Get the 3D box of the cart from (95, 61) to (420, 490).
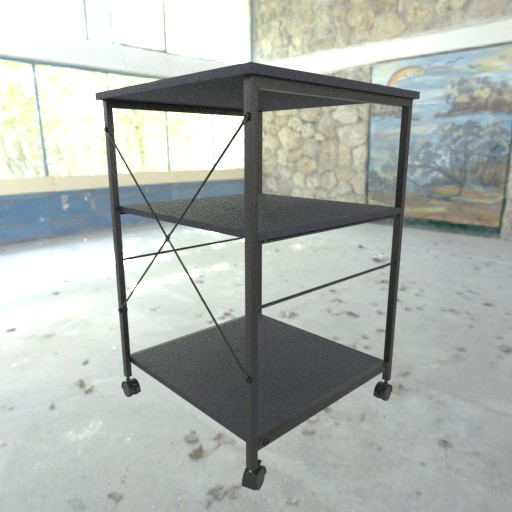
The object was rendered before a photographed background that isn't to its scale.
[{"bbox_3d":[0.000,0.000,1.092,0.520,0.762,0.521,-13,19,-42],"label":"cart"}]
